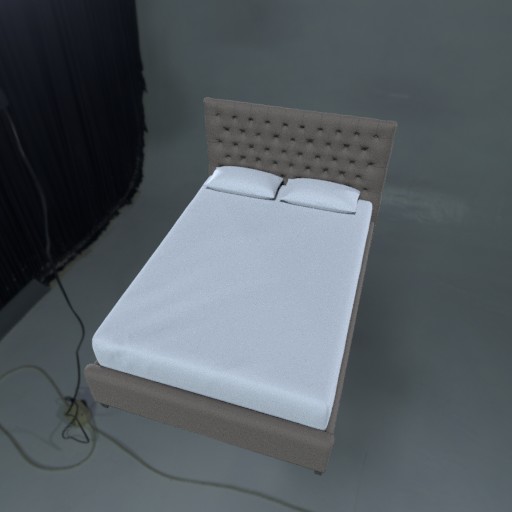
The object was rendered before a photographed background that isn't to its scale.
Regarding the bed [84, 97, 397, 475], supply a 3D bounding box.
[{"bbox_3d":[0.000,0.000,3.424,1.698,1.427,2.387,12,43,13],"label":"bed"}]
